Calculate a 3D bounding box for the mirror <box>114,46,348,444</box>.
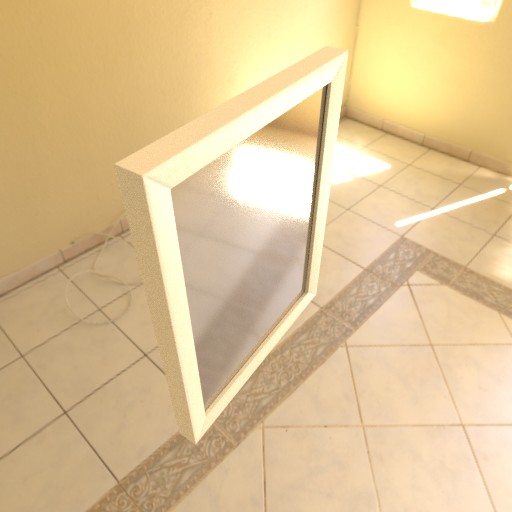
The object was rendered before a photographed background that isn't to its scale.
[{"bbox_3d":[0.000,0.000,0.684,0.041,0.508,0.405,25,48,25],"label":"mirror"}]
